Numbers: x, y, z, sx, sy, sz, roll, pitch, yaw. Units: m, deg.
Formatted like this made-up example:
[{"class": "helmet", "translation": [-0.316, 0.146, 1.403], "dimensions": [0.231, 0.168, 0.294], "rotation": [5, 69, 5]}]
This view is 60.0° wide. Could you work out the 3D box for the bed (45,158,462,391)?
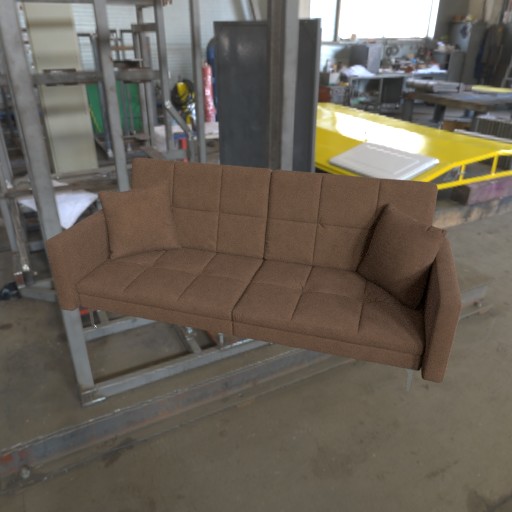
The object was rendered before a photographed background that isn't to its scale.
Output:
[{"class": "bed", "translation": [0.000, 0.000, 2.359], "dimensions": [1.905, 0.787, 0.889], "rotation": [8, 28, 15]}]
